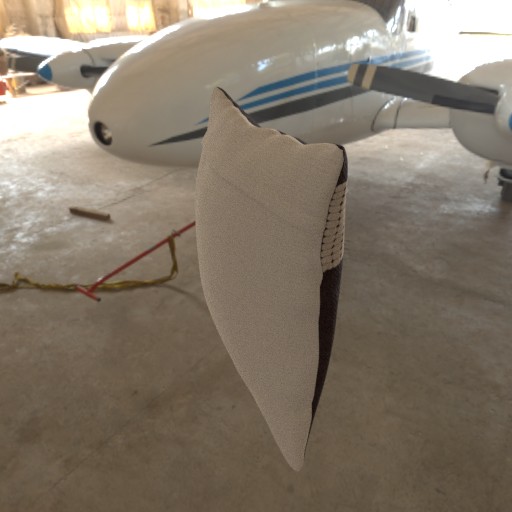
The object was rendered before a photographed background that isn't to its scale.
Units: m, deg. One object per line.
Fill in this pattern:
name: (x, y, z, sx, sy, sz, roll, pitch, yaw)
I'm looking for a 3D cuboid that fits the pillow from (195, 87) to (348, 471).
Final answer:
pillow: (0.000, 0.000, 0.723, 0.178, 0.473, 0.475, -9, 30, -16)
